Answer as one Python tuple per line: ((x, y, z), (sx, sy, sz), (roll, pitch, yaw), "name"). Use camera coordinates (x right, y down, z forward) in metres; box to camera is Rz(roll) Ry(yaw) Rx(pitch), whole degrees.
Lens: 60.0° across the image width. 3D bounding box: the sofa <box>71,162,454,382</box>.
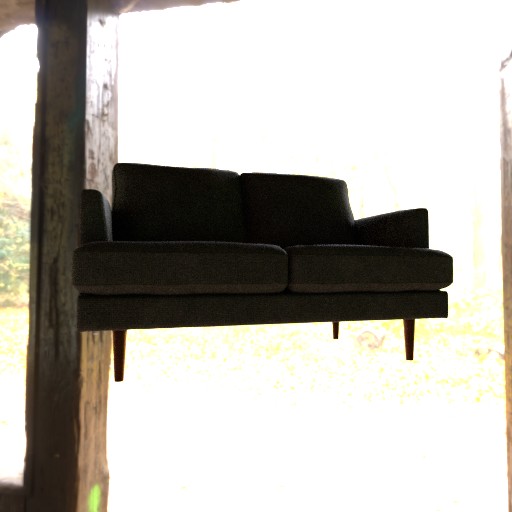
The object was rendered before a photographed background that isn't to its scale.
((0.000, 0.000, 2.128), (1.582, 0.956, 0.903), (1, -3, -18), "sofa")
